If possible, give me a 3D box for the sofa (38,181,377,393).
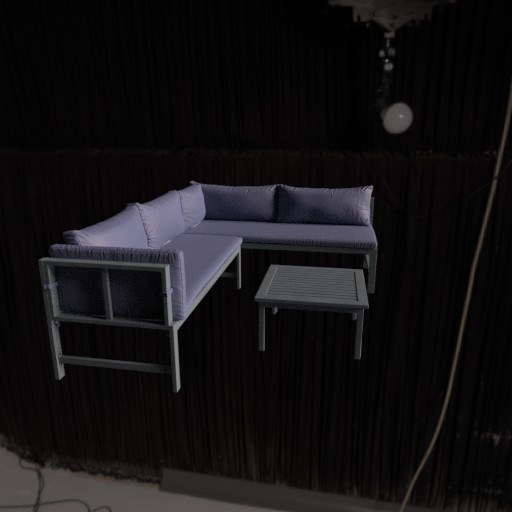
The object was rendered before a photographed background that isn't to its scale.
[{"bbox_3d":[0.000,0.000,2.973,1.658,0.762,2.149,3,17,10],"label":"sofa"}]
